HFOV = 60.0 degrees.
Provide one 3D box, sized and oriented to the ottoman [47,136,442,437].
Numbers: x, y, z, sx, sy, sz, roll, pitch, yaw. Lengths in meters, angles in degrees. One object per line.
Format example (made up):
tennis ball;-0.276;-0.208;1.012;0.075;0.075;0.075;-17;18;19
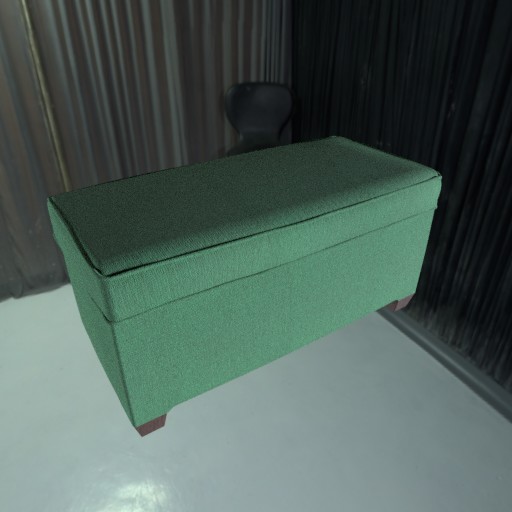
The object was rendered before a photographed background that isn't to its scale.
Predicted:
ottoman;0.000;0.000;1.241;0.957;0.471;0.483;-19;36;-28
